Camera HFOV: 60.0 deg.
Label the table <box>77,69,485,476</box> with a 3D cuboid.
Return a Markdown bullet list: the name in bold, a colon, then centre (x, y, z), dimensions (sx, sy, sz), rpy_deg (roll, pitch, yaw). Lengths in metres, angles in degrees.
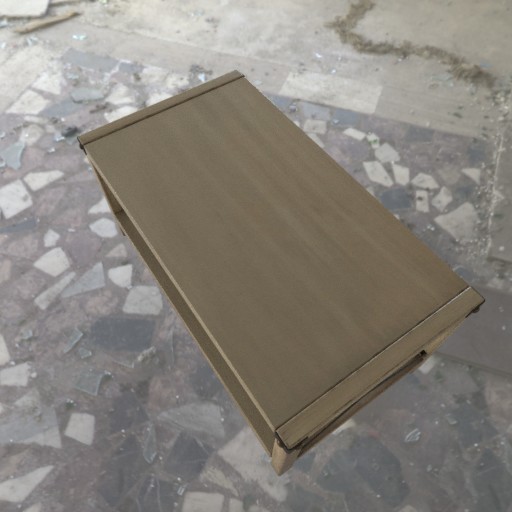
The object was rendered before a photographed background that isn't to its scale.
- **table**: centre (0.000, 0.000, 1.307), dimensions (0.559, 0.456, 1.016), rpy_deg (-30, 63, -18)
